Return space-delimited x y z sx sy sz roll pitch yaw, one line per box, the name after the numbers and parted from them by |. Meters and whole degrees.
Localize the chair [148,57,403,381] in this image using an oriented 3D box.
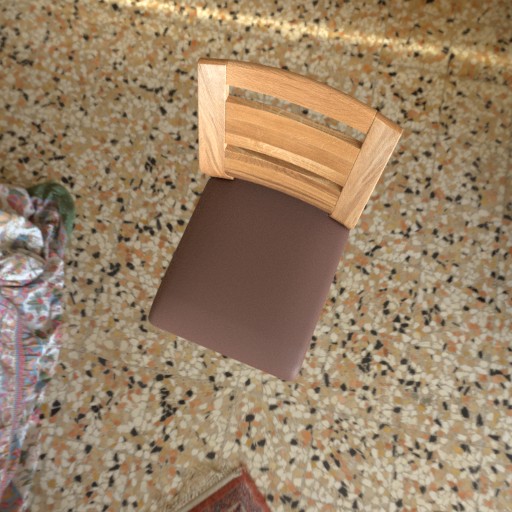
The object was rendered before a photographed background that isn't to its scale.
0.000 0.000 1.248 0.460 0.970 0.570 21 77 5 | chair
